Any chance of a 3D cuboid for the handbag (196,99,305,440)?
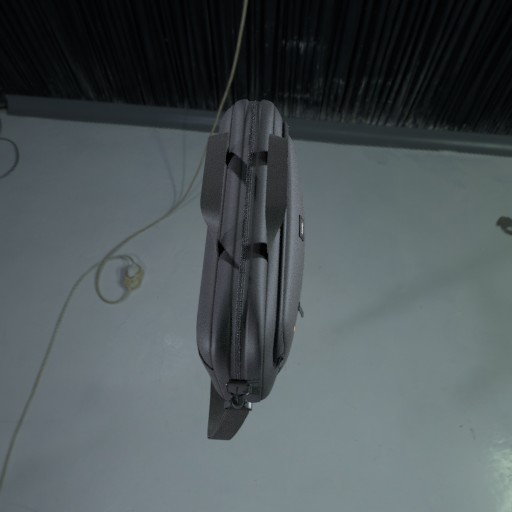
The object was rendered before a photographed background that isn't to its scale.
[{"bbox_3d":[0.000,0.000,0.577,0.126,0.330,0.429,3,63,1],"label":"handbag"}]
